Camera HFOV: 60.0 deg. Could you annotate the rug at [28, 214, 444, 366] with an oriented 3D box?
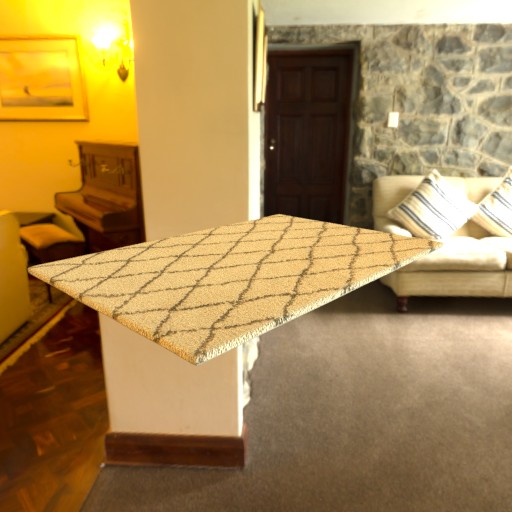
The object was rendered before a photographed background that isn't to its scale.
[{"bbox_3d":[0.000,0.000,2.254,1.219,0.030,1.778,15,22,41],"label":"rug"}]
